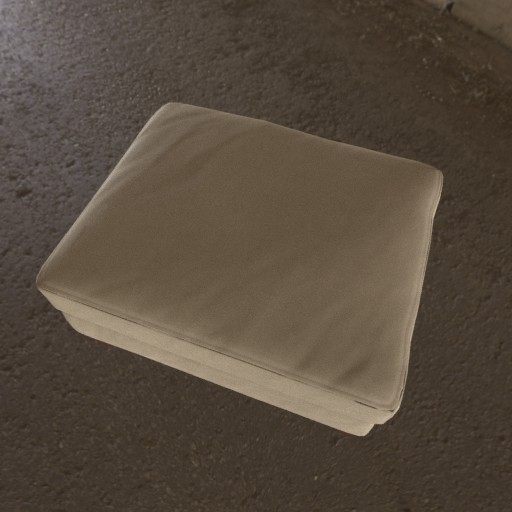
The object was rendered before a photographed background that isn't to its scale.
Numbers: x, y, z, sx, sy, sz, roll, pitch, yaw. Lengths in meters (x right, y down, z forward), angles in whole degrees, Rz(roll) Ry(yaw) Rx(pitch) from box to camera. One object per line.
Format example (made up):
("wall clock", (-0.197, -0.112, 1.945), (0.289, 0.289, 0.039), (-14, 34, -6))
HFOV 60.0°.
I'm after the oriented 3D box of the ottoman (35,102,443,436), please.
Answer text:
("ottoman", (0.000, 0.000, 1.462), (1.002, 0.492, 0.836), (17, 59, 11))
